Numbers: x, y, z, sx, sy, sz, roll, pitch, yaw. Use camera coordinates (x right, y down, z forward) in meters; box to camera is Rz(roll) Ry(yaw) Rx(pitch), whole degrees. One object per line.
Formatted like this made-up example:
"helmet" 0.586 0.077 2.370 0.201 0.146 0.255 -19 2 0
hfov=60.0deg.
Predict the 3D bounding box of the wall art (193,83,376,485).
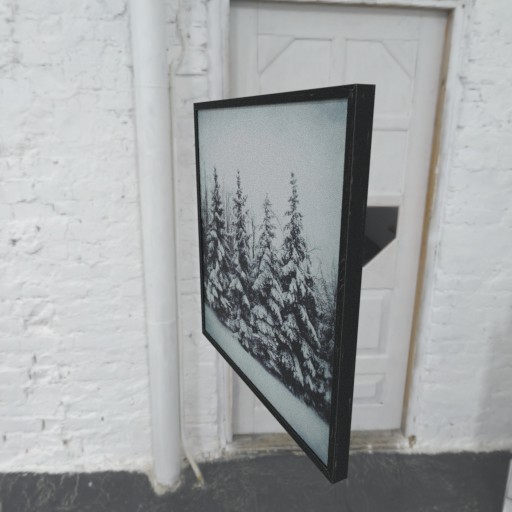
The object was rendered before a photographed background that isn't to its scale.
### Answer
"wall art" 0.000 0.000 1.122 0.037 0.761 0.761 -8 19 -26
